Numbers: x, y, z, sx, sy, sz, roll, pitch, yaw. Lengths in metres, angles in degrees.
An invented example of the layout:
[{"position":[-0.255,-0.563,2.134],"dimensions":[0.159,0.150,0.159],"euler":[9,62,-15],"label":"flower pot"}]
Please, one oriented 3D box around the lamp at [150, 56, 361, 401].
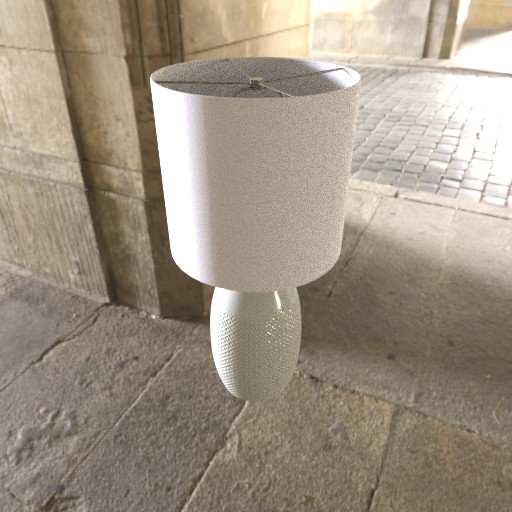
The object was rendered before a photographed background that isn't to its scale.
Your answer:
[{"position":[0.000,0.000,0.585],"dimensions":[0.217,0.453,0.217],"euler":[-11,34,-17],"label":"lamp"}]
